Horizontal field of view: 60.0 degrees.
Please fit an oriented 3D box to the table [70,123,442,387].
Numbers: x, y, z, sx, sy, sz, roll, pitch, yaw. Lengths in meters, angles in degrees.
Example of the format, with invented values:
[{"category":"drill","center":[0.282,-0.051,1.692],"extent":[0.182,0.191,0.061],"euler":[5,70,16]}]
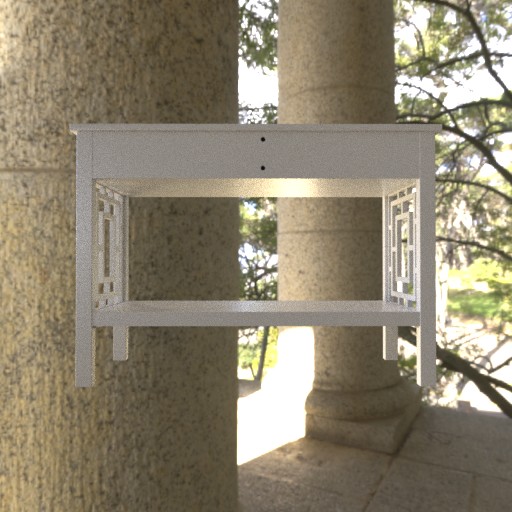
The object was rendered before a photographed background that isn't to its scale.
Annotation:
[{"category":"table","center":[0.000,0.000,1.463],"extent":[1.068,0.753,0.397],"euler":[0,-1,0]}]
